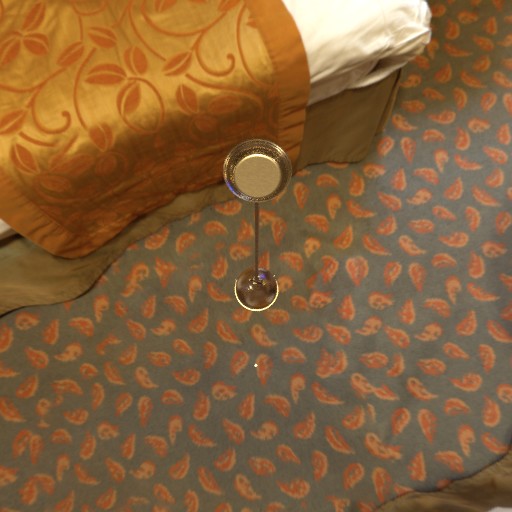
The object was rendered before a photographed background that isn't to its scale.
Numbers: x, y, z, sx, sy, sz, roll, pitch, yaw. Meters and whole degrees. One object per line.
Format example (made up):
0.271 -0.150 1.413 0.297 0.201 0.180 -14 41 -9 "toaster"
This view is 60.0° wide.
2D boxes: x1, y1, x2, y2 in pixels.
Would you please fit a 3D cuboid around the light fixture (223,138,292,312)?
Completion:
0.000 0.000 1.500 0.217 1.367 0.211 18 77 4 "light fixture"
